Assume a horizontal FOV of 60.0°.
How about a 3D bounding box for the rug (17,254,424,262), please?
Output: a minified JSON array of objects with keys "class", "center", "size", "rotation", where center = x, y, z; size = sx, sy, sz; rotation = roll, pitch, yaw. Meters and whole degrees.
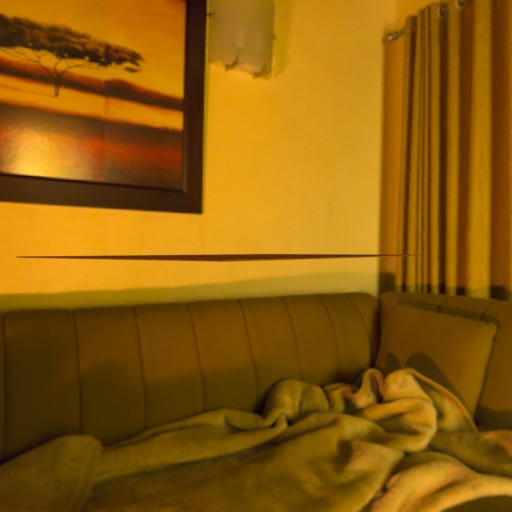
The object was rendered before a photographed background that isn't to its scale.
[{"class":"rug","center":[0.000,0.000,2.992],"size":[1.523,0.008,2.438],"rotation":[1,1,37]}]
